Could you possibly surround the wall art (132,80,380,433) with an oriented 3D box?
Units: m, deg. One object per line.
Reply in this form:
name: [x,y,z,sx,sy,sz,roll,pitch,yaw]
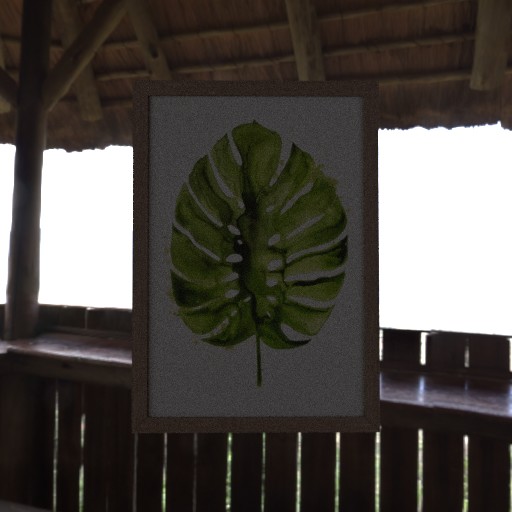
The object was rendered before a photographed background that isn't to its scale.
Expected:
wall art: [0.000,0.000,0.657,0.358,0.510,0.032,0,-1,0]
